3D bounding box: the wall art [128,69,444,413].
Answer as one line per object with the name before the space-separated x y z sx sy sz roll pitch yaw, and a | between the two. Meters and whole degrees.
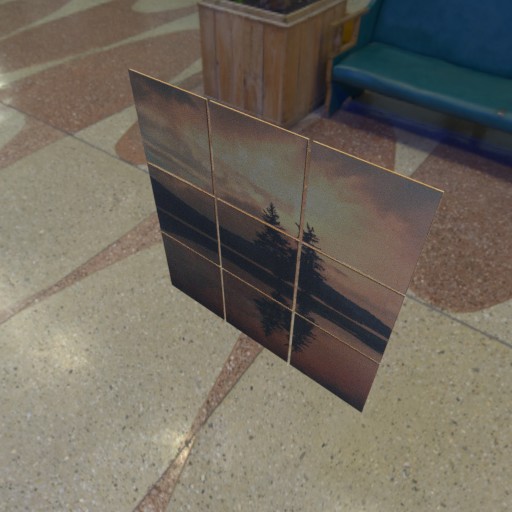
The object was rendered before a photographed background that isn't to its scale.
wall art | 0.000 0.000 2.277 1.520 1.525 0.013 30 52 26
